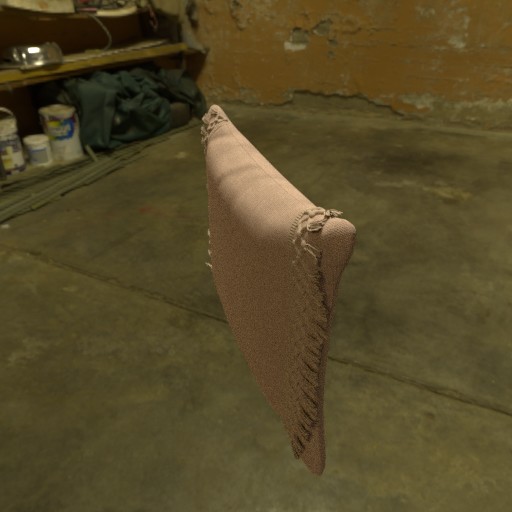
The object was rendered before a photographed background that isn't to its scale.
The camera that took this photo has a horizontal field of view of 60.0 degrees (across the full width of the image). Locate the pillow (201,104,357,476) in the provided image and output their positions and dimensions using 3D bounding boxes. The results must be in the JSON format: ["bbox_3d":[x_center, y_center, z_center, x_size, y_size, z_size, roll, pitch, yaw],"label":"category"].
[{"bbox_3d":[0.000,0.000,0.586,0.084,0.305,0.466,-9,31,-15],"label":"pillow"}]
